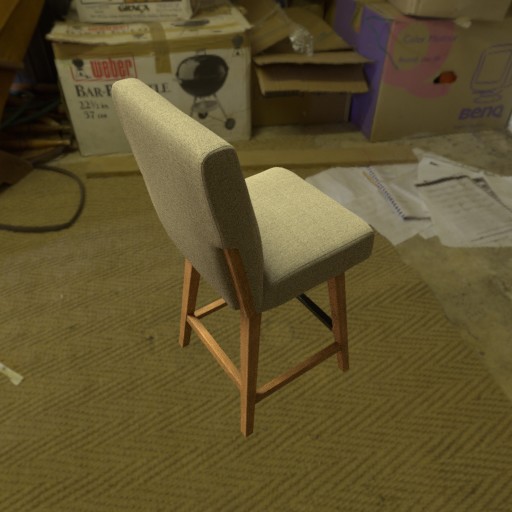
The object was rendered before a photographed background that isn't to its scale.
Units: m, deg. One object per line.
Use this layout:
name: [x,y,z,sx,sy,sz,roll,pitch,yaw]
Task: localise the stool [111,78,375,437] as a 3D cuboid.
stool: [0.000,0.000,1.308,0.526,1.010,0.459,-25,47,-26]
